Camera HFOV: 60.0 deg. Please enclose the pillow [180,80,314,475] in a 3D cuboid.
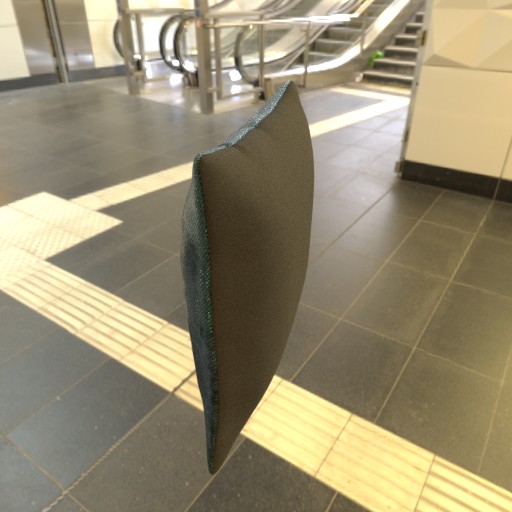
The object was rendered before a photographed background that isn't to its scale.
[{"bbox_3d":[0.000,0.000,0.649,0.138,0.430,0.436,8,32,12],"label":"pillow"}]
